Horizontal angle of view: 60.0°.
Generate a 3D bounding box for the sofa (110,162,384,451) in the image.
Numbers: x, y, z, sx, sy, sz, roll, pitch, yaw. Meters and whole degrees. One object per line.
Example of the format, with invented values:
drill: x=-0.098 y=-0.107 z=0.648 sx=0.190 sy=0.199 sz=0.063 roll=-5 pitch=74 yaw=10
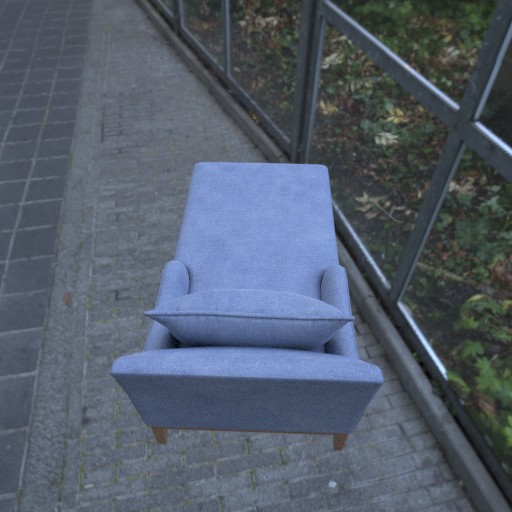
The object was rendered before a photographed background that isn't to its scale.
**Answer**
sofa: x=0.000 y=0.000 z=2.288 sx=0.904 sy=0.883 sz=1.779 roll=2 pitch=46 yaw=1
